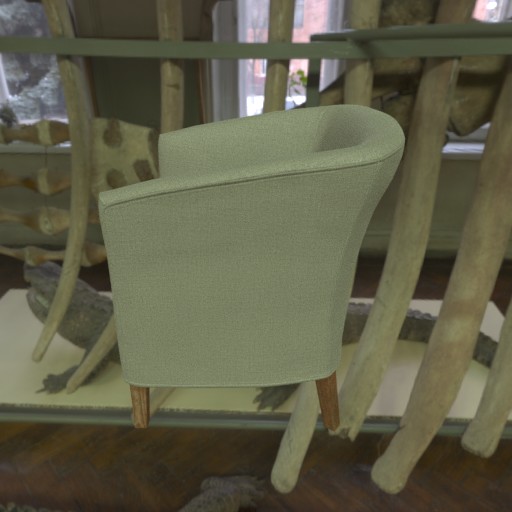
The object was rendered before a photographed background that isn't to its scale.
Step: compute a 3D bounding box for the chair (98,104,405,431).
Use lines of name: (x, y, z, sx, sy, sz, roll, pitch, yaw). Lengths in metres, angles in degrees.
chair: (0.000, 0.000, 1.253, 0.668, 0.771, 0.600, 1, 27, 2)
